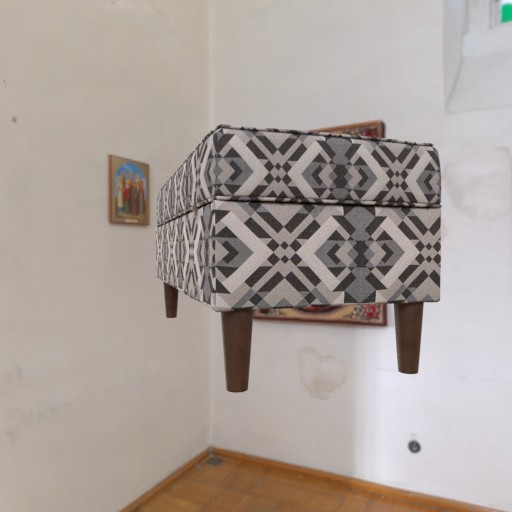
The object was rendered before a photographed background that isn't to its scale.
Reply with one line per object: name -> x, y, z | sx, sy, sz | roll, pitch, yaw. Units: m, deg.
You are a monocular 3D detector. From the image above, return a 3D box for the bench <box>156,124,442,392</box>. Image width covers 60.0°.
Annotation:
bench -> 0.000, 0.000, 1.306 | 0.492, 0.477, 1.016 | 0, 1, -18
